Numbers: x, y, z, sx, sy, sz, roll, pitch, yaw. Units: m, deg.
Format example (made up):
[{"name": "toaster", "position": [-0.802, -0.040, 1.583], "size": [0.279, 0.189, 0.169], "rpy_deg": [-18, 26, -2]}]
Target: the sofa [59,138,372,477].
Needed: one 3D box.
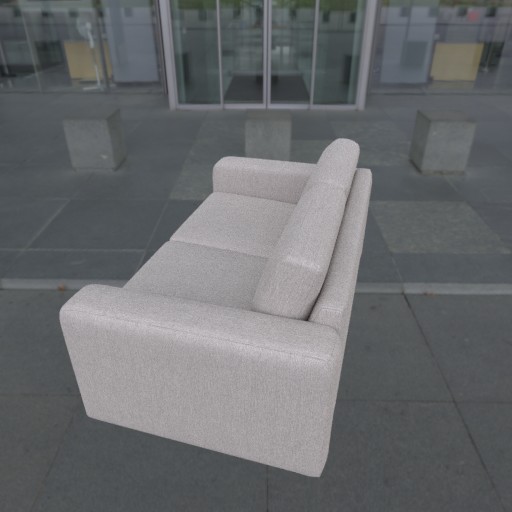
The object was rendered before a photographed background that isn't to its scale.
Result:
[{"name": "sofa", "position": [0.000, 0.000, 1.997], "size": [0.900, 0.800, 1.540], "rpy_deg": [9, 32, 14]}]
